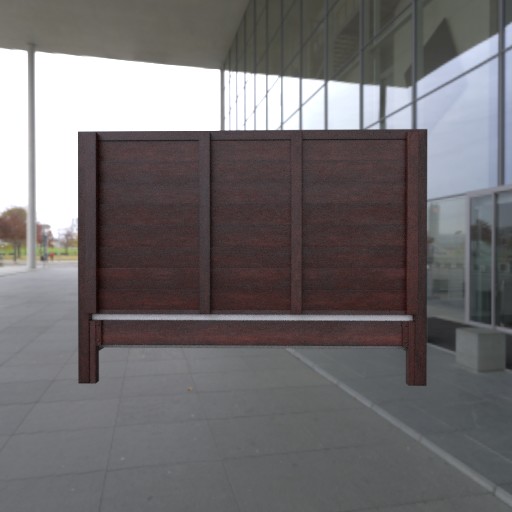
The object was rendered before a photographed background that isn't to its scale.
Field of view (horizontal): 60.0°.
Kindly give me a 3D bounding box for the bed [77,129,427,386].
[{"bbox_3d":[0.000,0.000,3.948,2.040,1.492,2.803,0,1,1],"label":"bed"}]
